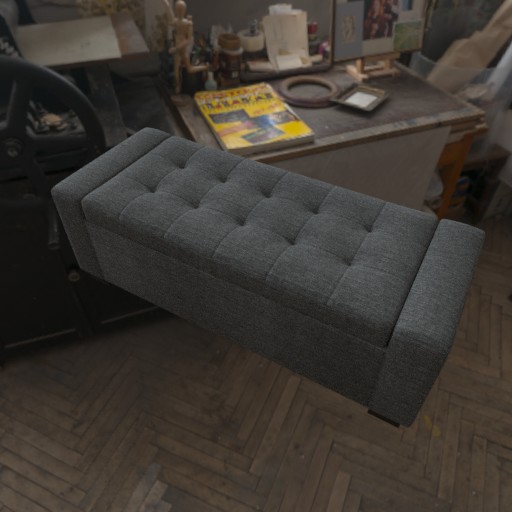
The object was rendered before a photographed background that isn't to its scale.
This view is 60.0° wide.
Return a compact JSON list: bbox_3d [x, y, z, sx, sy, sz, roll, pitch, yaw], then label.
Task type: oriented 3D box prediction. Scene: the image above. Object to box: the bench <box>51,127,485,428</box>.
[{"bbox_3d":[0.000,0.000,1.530,1.296,0.445,0.508,22,48,21],"label":"bench"}]
